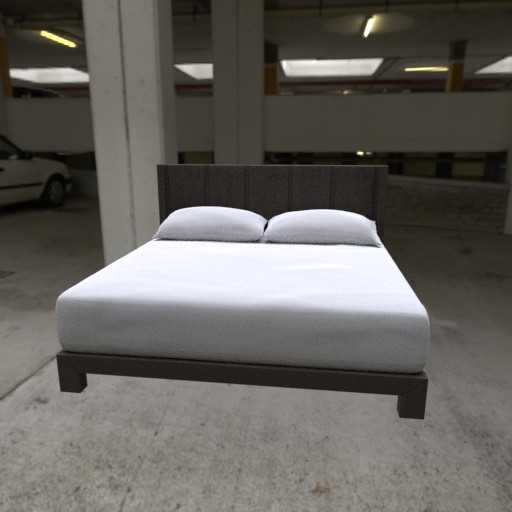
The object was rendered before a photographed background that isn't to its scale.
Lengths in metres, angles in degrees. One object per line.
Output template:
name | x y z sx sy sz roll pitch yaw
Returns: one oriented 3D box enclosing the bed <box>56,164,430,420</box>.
bed | 0.000 0.000 3.365 2.134 1.270 2.012 2 14 7
